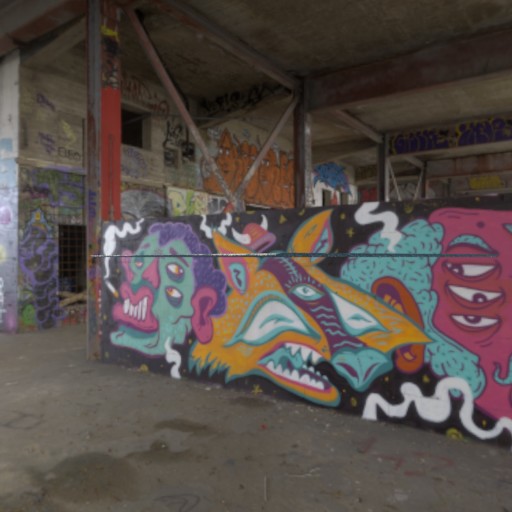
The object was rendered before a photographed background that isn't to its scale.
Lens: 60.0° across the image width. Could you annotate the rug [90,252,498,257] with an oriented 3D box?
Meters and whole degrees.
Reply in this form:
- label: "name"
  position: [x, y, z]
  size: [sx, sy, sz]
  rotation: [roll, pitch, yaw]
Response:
- label: "rug"
  position: [0.000, 0.000, 2.969]
  size: [1.530, 0.015, 2.449]
  rotation: [0, 0, -35]
